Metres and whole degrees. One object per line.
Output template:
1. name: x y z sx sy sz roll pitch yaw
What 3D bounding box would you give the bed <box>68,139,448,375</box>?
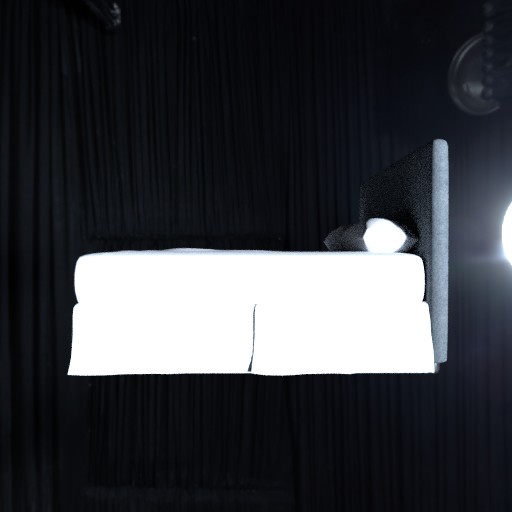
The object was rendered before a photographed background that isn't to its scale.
1. bed: 0.000 0.000 3.258 2.142 1.330 1.713 0 1 0
